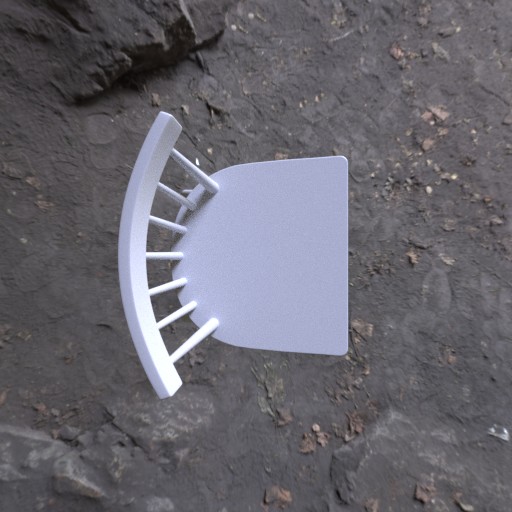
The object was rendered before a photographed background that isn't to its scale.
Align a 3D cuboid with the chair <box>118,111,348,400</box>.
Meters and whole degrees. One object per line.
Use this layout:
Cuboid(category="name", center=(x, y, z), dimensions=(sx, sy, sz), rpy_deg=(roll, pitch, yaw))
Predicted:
Cuboid(category="chair", center=(0.000, 0.000, 1.114), dimensions=(0.500, 0.787, 0.483), rpy_deg=(0, 90, 0))
